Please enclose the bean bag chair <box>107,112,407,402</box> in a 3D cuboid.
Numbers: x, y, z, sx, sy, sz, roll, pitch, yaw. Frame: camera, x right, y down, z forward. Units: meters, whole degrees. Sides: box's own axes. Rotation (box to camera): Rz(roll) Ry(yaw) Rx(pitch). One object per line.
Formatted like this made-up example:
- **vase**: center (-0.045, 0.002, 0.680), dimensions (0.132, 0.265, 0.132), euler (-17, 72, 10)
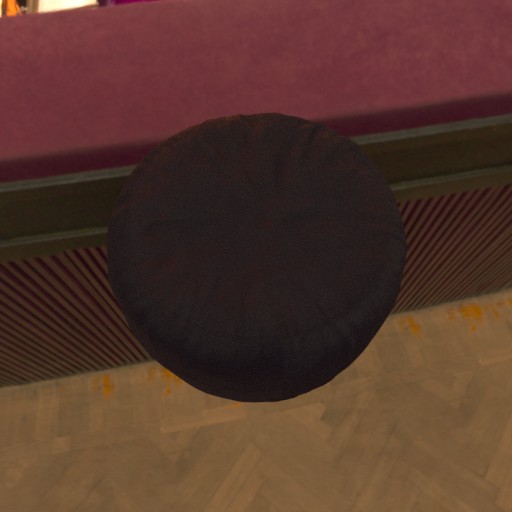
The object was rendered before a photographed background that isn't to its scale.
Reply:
- **bean bag chair**: center (0.000, 0.000, 1.980), dimensions (1.219, 0.762, 1.219), euler (0, 64, 0)
